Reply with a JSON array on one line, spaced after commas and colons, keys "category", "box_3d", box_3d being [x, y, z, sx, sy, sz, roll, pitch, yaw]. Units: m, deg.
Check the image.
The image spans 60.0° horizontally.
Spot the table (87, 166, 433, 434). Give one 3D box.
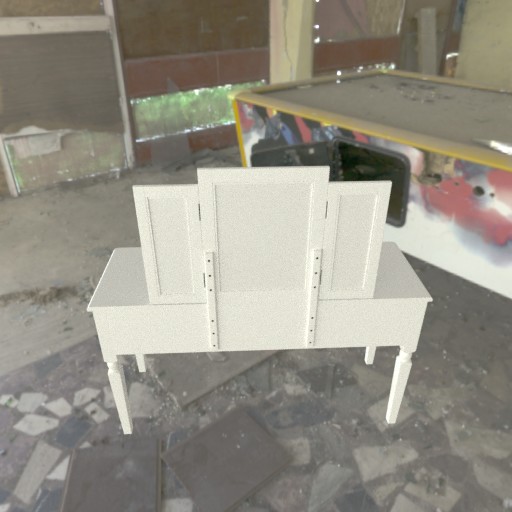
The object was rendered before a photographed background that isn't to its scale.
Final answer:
[{"category": "table", "box_3d": [0.000, 0.000, 2.267, 1.369, 1.310, 1.115, -1, 30, -2]}]
